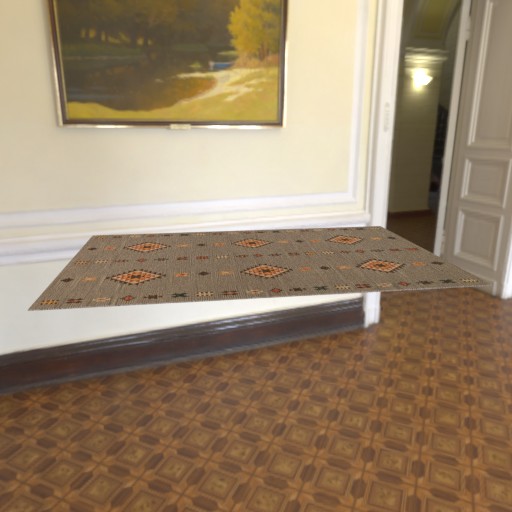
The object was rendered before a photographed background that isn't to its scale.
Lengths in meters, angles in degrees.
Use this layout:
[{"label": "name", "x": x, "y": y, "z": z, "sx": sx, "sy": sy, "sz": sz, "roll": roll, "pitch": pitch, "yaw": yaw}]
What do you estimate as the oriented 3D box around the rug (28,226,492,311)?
[{"label": "rug", "x": 0.000, "y": 0.000, "z": 3.004, "sx": 2.427, "sy": 0.007, "sz": 1.515, "roll": -2, "pitch": 17, "yaw": -8}]
